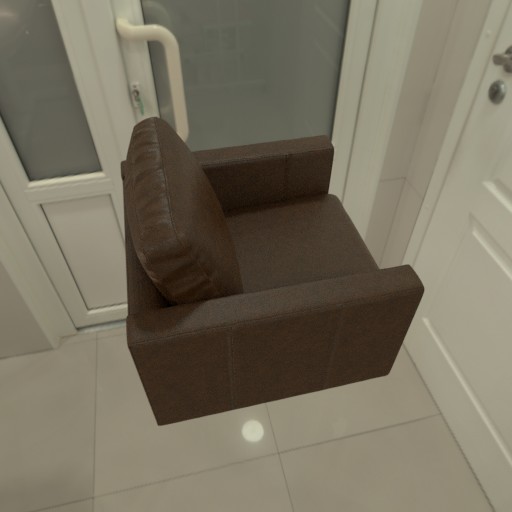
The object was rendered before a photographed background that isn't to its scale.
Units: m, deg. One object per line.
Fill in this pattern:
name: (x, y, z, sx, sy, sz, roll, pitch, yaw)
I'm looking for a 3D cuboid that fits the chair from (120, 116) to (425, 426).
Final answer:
chair: (0.000, 0.000, 1.694, 0.909, 0.956, 0.890, -10, 47, -9)
